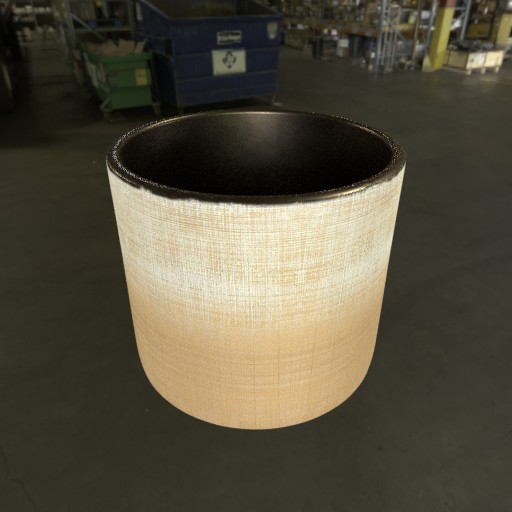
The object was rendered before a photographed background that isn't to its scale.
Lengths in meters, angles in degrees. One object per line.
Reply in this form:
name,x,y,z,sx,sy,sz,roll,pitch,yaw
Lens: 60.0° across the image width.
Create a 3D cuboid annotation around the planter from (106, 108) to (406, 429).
planter,0.000,0.000,0.384,0.221,0.201,0.221,0,31,0
